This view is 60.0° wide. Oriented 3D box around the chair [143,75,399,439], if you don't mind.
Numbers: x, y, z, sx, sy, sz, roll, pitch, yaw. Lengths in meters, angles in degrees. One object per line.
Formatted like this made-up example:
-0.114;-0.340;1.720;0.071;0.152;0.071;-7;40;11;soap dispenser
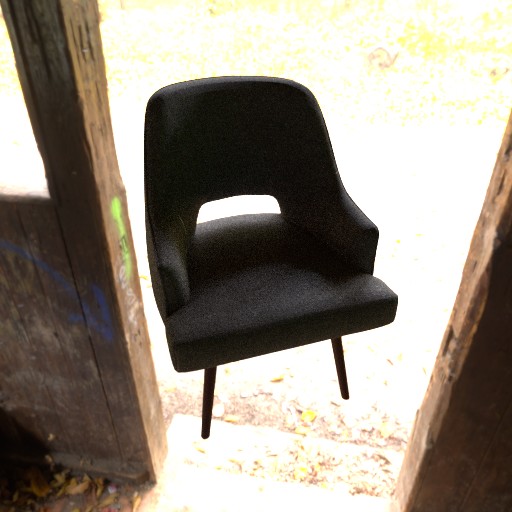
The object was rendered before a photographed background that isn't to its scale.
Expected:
0.000;0.000;1.279;0.608;0.875;0.629;-10;34;-15;chair
